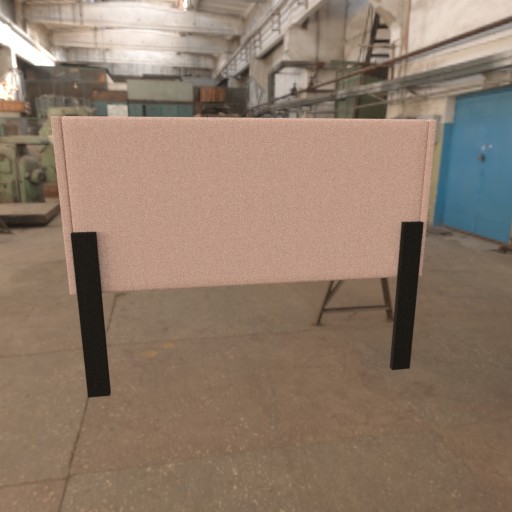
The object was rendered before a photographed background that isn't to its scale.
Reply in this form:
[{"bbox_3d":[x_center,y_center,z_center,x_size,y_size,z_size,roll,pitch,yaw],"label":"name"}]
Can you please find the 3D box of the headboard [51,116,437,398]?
[{"bbox_3d":[0.000,0.000,2.566,2.051,1.524,0.184,-2,15,-9],"label":"headboard"}]
